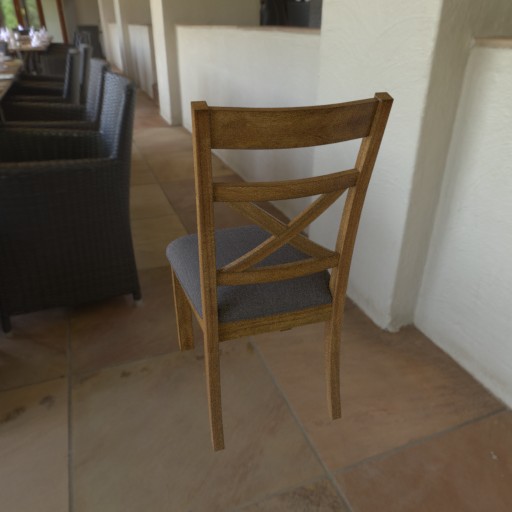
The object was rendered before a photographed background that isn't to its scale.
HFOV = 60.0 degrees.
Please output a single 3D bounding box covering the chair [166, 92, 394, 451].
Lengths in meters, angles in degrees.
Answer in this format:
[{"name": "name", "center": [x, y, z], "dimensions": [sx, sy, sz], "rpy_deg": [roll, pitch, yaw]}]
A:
[{"name": "chair", "center": [0.000, 0.000, 1.289], "dimensions": [0.470, 0.949, 0.581], "rpy_deg": [-8, 29, -16]}]
